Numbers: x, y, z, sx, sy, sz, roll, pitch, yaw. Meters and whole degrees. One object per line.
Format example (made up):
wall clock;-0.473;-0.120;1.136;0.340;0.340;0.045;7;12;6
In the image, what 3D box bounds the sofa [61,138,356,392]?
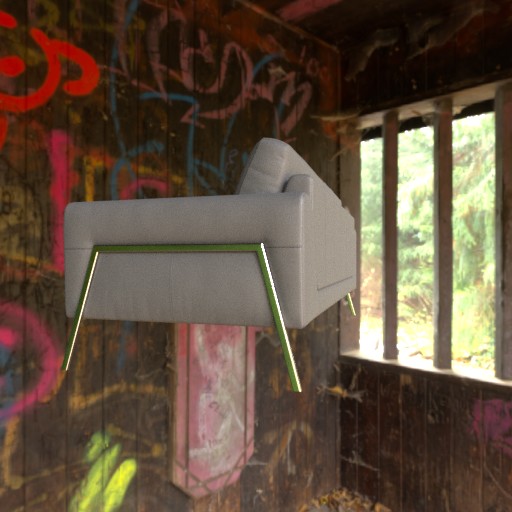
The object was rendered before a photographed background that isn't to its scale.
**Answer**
sofa;0.000;0.000;2.505;0.953;0.875;2.017;0;0;17
